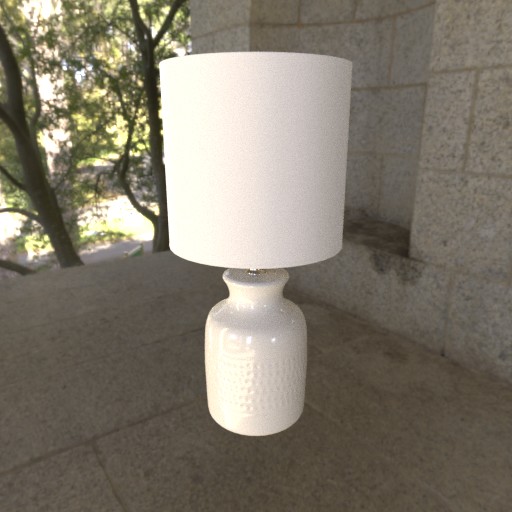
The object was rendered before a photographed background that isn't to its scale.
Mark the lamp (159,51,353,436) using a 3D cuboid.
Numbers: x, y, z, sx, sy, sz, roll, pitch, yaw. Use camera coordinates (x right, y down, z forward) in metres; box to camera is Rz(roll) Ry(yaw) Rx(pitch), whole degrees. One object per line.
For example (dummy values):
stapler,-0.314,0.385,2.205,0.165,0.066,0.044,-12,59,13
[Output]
lamp,0.000,0.000,0.495,0.188,0.392,0.188,8,18,24
